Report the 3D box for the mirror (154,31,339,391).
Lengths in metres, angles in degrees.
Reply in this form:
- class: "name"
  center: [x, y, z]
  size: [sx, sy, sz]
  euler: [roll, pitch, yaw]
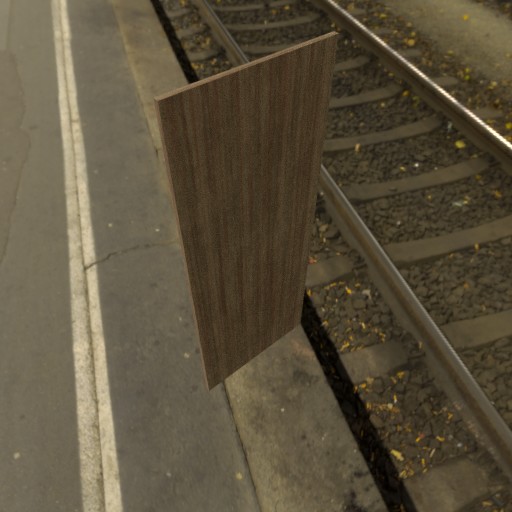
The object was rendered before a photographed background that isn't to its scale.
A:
- class: "mirror"
  center: [0.000, 0.000, 2.310]
  size: [0.812, 2.032, 0.025]
  euler: [-32, 55, -25]
